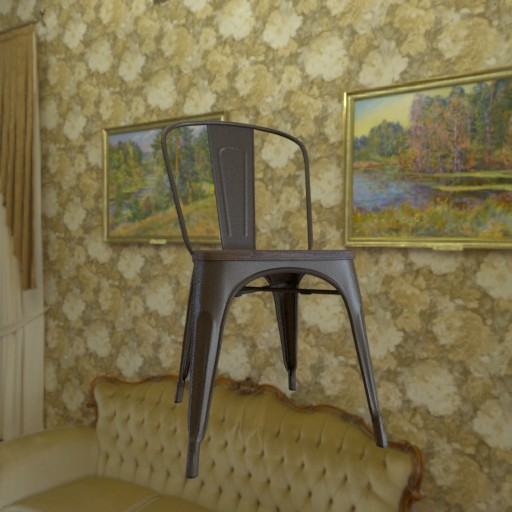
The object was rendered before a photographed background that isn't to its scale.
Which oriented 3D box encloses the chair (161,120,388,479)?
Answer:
[{"bbox_3d":[0.000,0.000,1.161,0.451,0.844,0.532,0,1,-18],"label":"chair"}]
